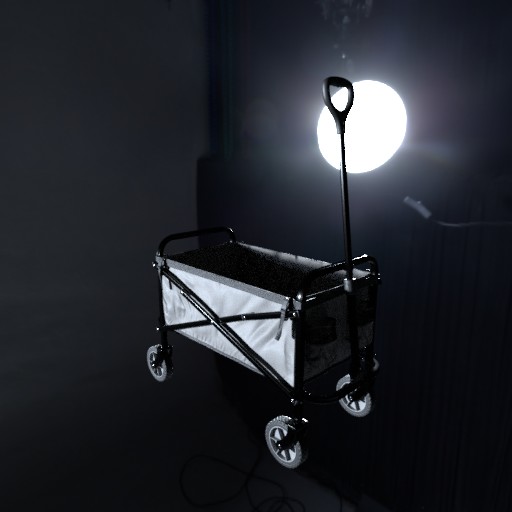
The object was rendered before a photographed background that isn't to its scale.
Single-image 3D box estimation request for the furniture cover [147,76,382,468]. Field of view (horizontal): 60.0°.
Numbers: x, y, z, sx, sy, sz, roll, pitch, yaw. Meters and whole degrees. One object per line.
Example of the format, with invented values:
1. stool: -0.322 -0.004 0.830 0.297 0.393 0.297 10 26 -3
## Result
1. furniture cover: 0.000 0.000 1.810 0.532 1.295 1.038 -13 19 -43
